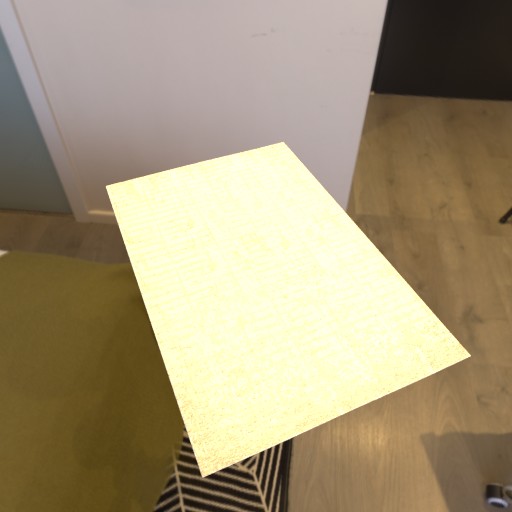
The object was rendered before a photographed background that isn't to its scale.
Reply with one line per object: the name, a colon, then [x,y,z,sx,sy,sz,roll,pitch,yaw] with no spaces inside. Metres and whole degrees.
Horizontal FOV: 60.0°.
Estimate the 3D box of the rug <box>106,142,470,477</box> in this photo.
rug: [0.000,0.000,2.307,1.211,0.007,1.827,-18,49,-16]
